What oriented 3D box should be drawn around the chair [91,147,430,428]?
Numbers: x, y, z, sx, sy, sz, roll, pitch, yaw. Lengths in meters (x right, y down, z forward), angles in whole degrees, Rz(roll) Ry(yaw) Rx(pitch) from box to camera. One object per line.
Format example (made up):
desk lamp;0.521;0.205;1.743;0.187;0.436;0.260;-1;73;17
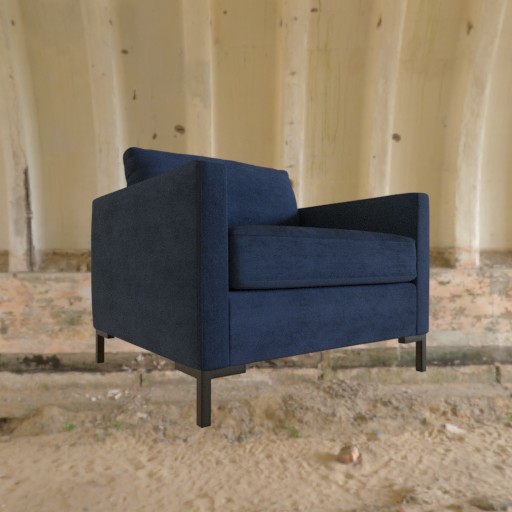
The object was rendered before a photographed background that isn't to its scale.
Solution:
chair;0.000;0.000;1.621;0.964;0.812;0.875;0;-1;-36
